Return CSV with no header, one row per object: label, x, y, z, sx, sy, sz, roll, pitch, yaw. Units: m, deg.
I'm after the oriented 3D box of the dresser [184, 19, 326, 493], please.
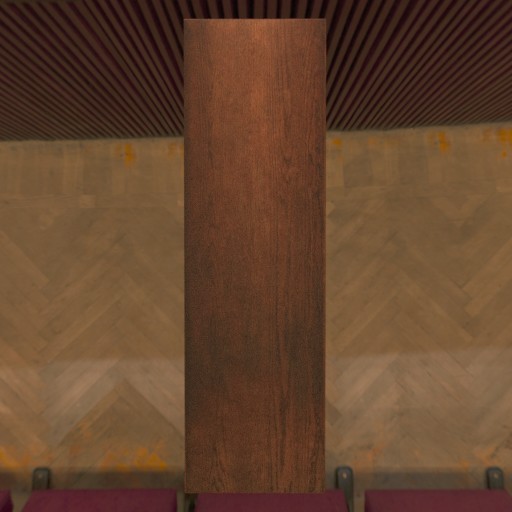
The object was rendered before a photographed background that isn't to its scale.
dresser,0.000,0.000,1.869,0.463,0.856,1.551,0,91,1
